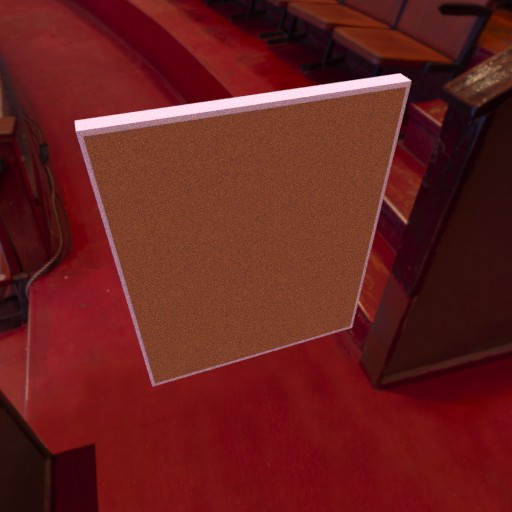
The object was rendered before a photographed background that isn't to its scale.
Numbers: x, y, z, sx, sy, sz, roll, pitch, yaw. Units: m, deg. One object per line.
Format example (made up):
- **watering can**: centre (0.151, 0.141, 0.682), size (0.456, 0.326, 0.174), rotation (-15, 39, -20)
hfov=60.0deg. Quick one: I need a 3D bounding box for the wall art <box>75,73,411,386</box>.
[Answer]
- **wall art**: centre (0.000, 0.000, 0.753), size (0.443, 0.549, 0.030), rotation (-13, 45, -14)
